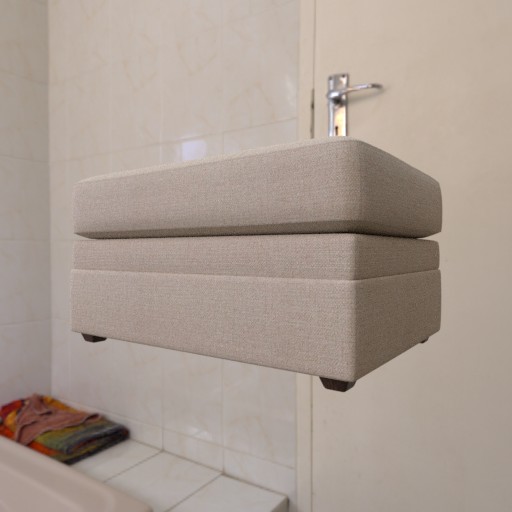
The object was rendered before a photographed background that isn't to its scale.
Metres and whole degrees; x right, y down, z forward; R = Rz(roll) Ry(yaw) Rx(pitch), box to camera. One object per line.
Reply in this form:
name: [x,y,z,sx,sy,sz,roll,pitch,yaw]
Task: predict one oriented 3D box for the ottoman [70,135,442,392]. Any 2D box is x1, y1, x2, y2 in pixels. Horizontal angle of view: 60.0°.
ottoman: [0.000,0.000,1.235,0.885,0.478,0.637,0,1,35]
